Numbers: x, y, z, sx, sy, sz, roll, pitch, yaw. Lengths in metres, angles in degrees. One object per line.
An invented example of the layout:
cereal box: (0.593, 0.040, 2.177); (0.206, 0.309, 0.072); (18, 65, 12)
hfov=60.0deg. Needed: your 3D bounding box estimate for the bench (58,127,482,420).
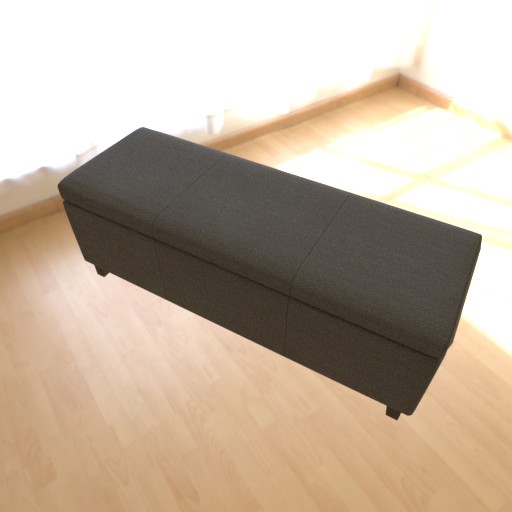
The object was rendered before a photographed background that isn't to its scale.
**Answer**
bench: (0.000, 0.000, 1.485); (1.269, 0.438, 0.446); (22, 49, 20)
